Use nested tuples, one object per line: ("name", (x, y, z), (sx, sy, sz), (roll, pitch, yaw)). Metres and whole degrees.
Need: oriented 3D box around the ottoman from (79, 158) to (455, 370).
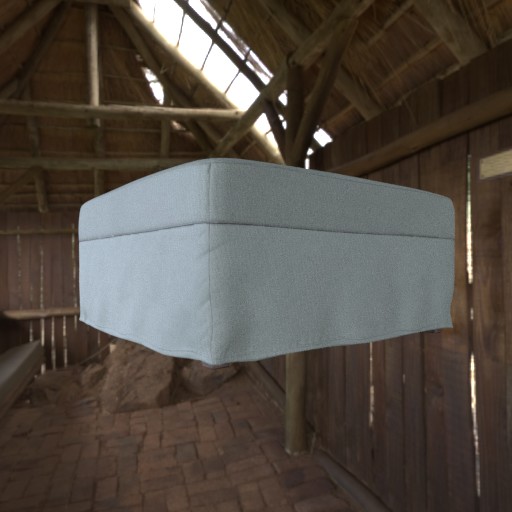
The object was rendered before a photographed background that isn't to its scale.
("ottoman", (0.000, 0.000, 1.345), (0.843, 0.441, 0.842), (1, -1, -37))
